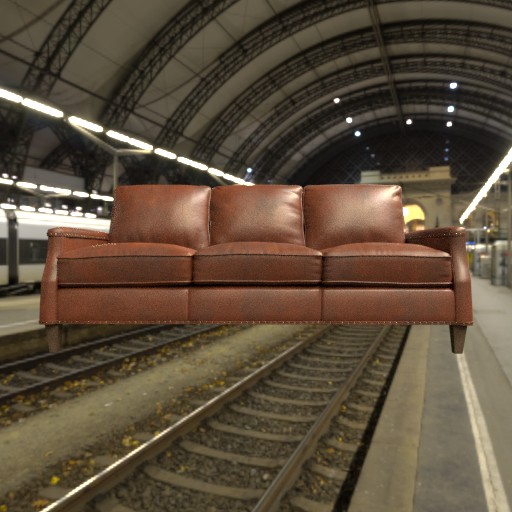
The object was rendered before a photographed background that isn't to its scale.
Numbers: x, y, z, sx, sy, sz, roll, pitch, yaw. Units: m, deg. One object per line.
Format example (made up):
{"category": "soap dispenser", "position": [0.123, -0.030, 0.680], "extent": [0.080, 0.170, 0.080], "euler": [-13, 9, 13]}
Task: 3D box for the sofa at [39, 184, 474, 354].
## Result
{"category": "sofa", "position": [0.000, 0.000, 2.786], "extent": [2.240, 1.003, 1.084], "euler": [0, 0, 1]}
